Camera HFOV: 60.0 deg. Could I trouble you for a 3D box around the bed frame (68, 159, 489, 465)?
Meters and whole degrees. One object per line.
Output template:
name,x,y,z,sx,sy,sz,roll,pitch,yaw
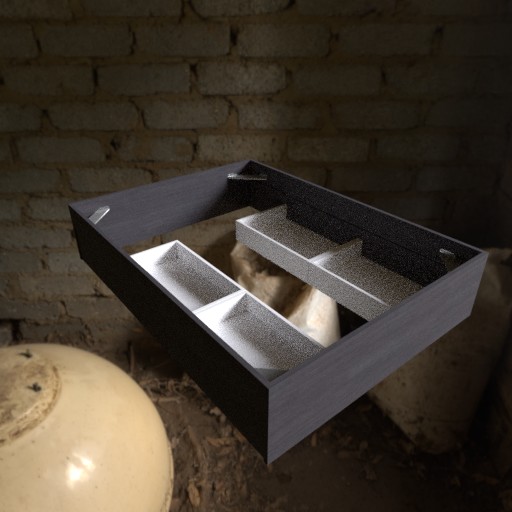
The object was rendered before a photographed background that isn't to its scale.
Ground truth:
bed frame,0.000,0.000,2.595,1.448,0.459,1.944,-22,37,-33
